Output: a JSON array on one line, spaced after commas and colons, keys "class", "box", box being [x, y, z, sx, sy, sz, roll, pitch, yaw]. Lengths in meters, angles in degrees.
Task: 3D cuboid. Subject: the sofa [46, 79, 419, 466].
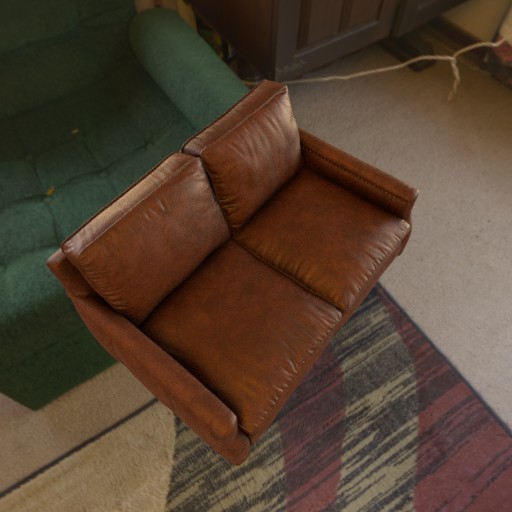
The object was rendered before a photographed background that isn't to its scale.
[{"class": "sofa", "box": [0.000, 0.000, 2.280, 1.083, 1.003, 1.628, 34, 64, 20]}]
